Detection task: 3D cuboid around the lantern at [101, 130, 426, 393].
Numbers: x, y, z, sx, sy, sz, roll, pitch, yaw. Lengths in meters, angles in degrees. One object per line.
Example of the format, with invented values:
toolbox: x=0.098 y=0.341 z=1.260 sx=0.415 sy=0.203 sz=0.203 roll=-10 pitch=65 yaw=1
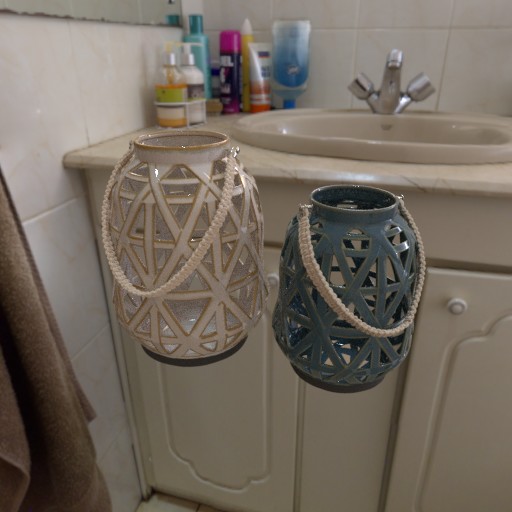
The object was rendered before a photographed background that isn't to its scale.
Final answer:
lantern: x=0.000 y=0.000 z=0.612 sx=0.439 sy=0.307 sz=0.245 roll=7 pitch=26 yaw=16
